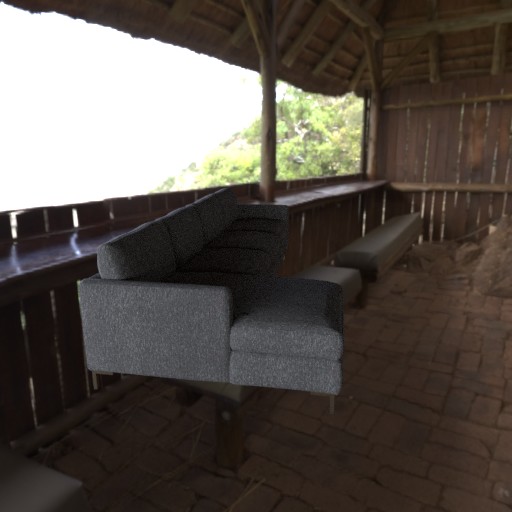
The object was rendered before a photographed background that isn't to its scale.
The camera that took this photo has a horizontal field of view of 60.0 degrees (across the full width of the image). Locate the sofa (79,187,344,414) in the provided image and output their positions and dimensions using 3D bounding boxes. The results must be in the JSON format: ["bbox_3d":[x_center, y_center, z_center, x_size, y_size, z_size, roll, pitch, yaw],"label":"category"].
[{"bbox_3d":[0.000,0.000,3.542,1.350,0.810,2.932,2,15,9],"label":"sofa"}]
